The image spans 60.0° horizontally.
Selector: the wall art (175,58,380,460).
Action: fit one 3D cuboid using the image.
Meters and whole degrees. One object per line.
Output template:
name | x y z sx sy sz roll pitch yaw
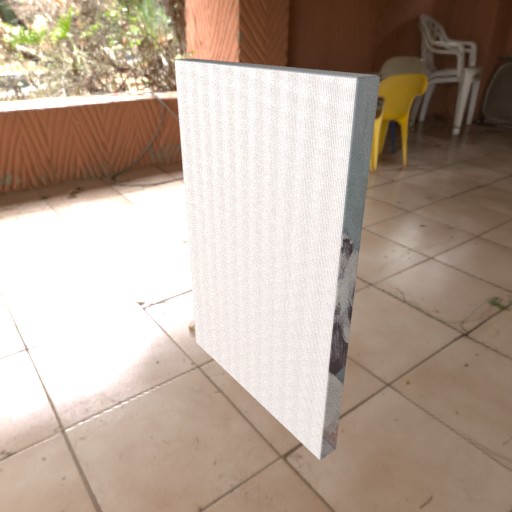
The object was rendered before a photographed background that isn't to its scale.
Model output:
wall art | 0.000 0.000 1.151 0.061 0.911 0.609 -20 33 -33
